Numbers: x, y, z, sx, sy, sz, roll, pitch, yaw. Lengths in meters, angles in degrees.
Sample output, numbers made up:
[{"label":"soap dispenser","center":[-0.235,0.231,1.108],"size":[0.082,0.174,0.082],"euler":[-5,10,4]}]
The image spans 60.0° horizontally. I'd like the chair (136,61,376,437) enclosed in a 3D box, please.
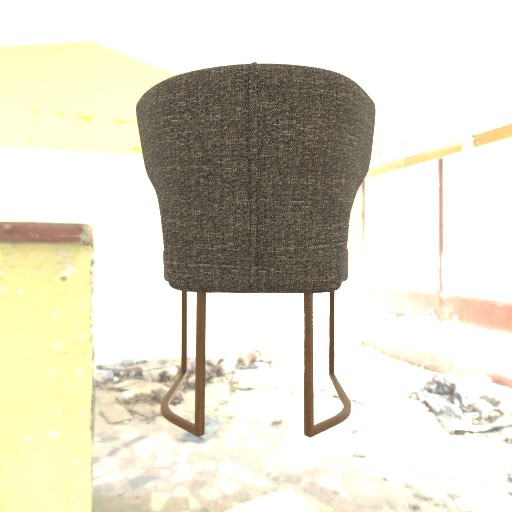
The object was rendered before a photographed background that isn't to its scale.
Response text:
[{"label":"chair","center":[0.000,0.000,1.212],"size":[0.611,0.824,0.617],"euler":[0,1,1]}]
